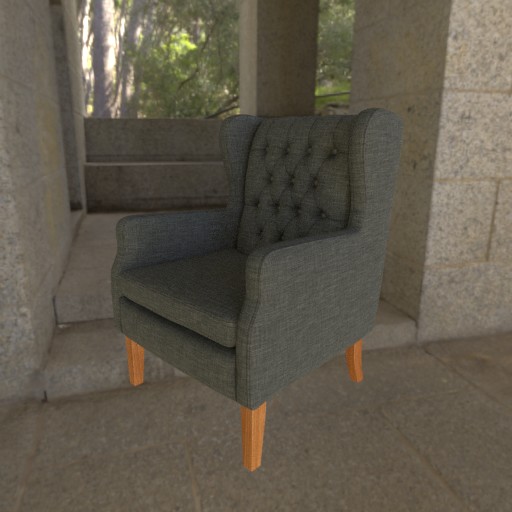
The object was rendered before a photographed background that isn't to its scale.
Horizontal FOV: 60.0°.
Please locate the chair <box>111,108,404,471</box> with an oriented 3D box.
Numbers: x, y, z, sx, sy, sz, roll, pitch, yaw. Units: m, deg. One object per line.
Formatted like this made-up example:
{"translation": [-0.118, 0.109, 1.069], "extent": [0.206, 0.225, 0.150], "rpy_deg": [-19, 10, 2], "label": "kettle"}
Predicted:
{"translation": [0.000, 0.000, 1.511], "extent": [0.711, 0.953, 0.775], "rpy_deg": [15, 21, 43], "label": "chair"}
